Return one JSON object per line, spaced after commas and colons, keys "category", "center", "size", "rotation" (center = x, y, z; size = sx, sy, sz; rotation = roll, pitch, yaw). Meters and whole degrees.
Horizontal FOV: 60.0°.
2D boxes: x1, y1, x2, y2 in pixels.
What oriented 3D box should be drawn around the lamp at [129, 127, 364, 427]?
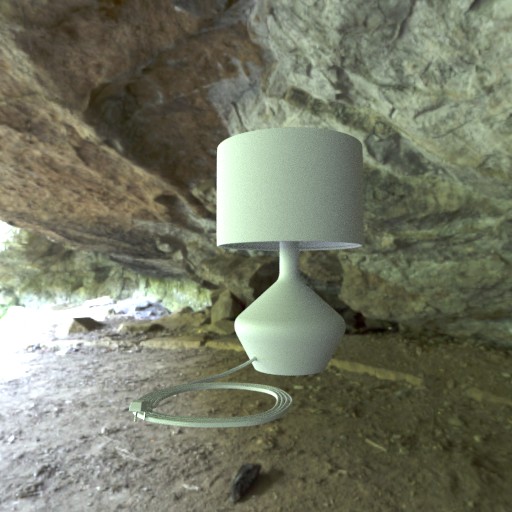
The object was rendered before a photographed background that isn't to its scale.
{"category": "lamp", "center": [0.000, 0.000, 0.823], "size": [0.546, 0.457, 0.401], "rotation": [2, -3, -36]}
